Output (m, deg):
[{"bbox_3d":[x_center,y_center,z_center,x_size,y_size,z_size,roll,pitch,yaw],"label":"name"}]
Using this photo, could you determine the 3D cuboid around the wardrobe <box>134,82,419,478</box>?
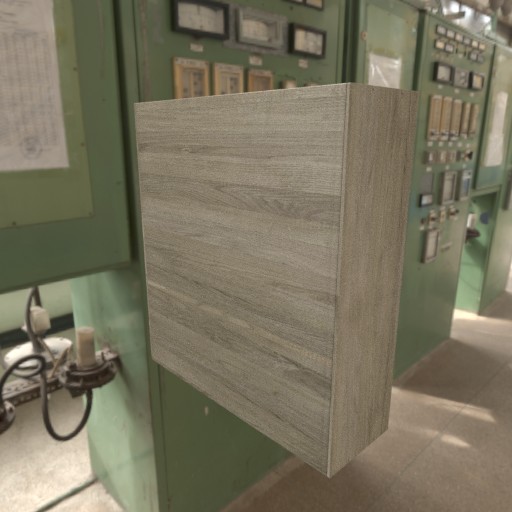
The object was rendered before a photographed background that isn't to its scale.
[{"bbox_3d":[0.000,0.000,2.904,0.629,1.960,1.780,-14,21,-42],"label":"wardrobe"}]
